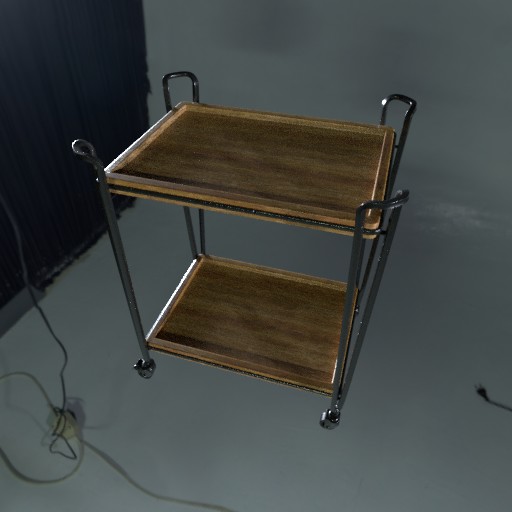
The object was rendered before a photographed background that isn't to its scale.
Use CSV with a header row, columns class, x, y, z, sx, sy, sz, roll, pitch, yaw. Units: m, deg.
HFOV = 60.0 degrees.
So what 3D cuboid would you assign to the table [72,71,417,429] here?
class,x,y,z,sx,sy,sz,roll,pitch,yaw
table,0.000,0.000,1.228,0.672,0.785,0.505,11,42,13
